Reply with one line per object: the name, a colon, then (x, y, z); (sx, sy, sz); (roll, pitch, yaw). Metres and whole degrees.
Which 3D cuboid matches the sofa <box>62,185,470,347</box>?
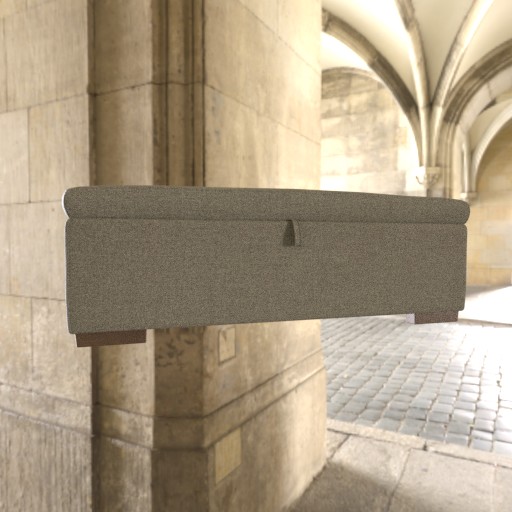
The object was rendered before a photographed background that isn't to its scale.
sofa: (0.000, 0.000, 1.637); (1.250, 0.434, 0.817); (-1, 2, -18)
